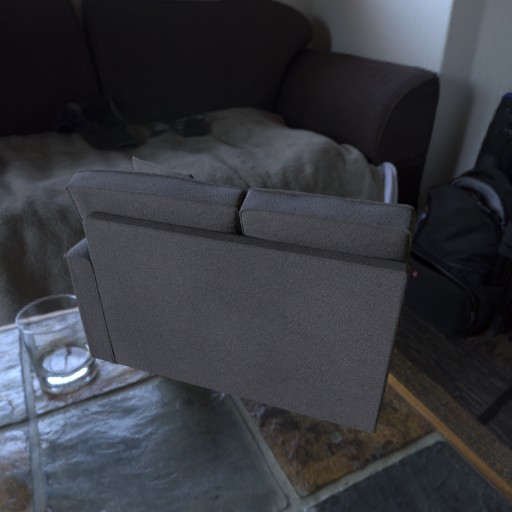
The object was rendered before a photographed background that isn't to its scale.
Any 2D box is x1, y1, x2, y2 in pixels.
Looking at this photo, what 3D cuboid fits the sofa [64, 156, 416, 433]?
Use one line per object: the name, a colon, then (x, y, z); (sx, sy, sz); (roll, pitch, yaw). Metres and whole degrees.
sofa: (0.000, 0.000, 2.124); (1.388, 0.989, 0.991); (10, 32, 16)
